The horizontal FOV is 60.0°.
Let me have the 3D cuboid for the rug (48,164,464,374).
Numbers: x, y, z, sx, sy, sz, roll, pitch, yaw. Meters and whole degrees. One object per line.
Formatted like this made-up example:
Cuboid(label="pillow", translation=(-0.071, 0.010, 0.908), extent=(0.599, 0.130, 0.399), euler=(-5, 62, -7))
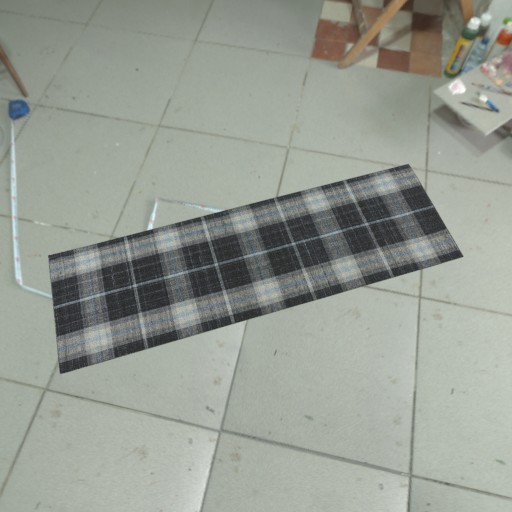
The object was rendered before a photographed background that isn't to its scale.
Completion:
Cuboid(label="rug", translation=(0.000, 0.000, 2.712), extent=(2.434, 0.012, 0.760), euler=(-15, 63, -8))
